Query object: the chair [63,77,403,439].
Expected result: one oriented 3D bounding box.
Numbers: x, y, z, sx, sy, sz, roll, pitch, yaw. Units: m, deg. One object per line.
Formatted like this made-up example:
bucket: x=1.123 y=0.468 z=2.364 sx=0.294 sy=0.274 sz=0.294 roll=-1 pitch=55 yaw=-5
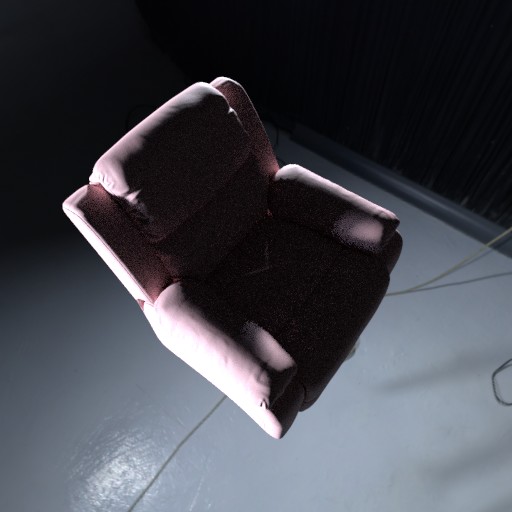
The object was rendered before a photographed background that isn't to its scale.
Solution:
chair: x=0.000 y=0.000 z=1.265 sx=0.709 sy=0.702 sz=0.680 roll=32 pitch=63 yaw=18
